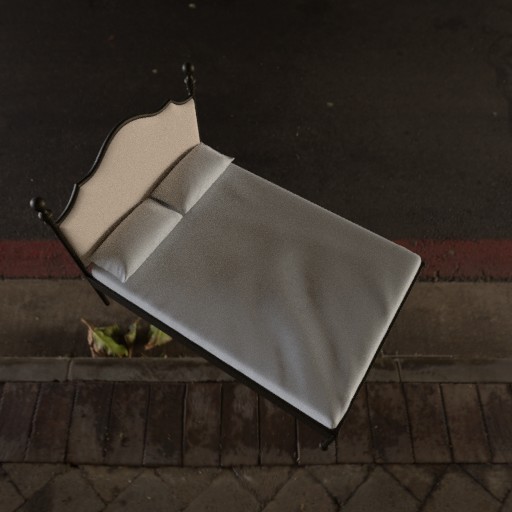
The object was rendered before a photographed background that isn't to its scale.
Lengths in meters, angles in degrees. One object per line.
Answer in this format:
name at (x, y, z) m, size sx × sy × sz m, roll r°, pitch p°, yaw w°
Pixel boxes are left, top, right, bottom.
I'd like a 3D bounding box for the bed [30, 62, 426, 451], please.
bed at (0.000, 0.000, 3.191) m, size 2.170 × 1.462 × 1.533 m, roll 29°, pitch 64°, yaw 16°
